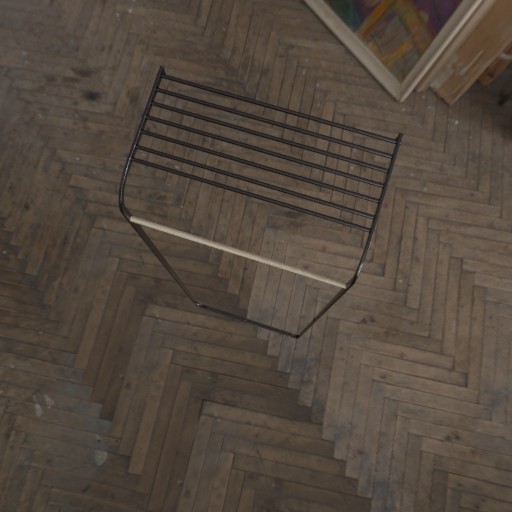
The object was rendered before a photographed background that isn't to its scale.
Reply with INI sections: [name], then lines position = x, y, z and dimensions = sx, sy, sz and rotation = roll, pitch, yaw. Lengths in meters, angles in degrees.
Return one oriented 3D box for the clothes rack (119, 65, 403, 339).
[clothes rack]
position = 0.000, 0.000, 1.762
dimensions = 0.609, 1.574, 0.349
rotation = 17, 75, 5
